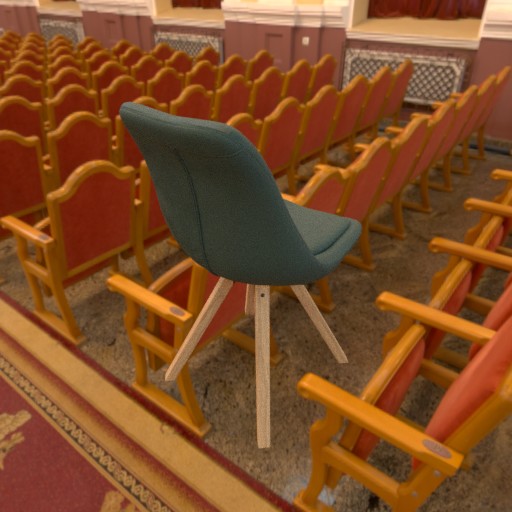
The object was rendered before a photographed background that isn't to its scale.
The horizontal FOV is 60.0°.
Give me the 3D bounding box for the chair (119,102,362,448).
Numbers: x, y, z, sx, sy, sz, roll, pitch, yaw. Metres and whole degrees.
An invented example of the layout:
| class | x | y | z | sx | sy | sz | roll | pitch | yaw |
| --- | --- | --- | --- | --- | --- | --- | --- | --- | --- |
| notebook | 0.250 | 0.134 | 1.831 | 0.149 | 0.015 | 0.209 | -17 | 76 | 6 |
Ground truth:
| class | x | y | z | sx | sy | sz | roll | pitch | yaw |
| --- | --- | --- | --- | --- | --- | --- | --- | --- | --- |
| chair | 0.000 | 0.000 | 1.208 | 0.483 | 0.865 | 0.547 | 23 | 39 | 32 |
